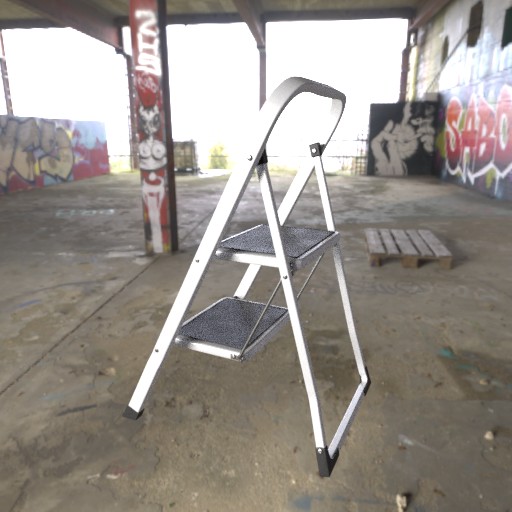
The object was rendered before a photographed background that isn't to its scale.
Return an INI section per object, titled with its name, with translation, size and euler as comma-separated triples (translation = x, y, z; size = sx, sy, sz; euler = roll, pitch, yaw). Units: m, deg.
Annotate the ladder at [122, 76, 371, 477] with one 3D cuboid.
[ladder]
translation = 0.000, 0.000, 1.115
size = 0.544, 0.810, 0.460
euler = 8, 17, 25
